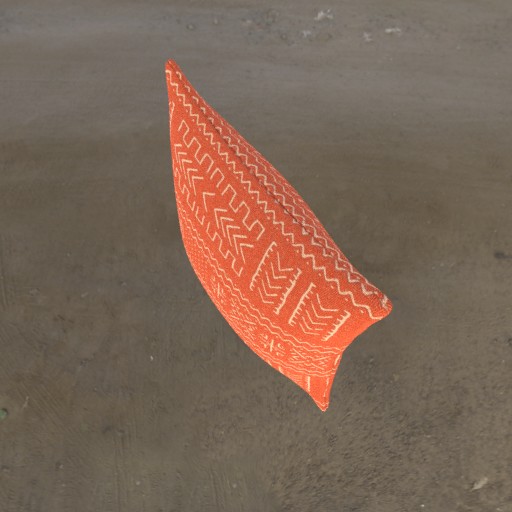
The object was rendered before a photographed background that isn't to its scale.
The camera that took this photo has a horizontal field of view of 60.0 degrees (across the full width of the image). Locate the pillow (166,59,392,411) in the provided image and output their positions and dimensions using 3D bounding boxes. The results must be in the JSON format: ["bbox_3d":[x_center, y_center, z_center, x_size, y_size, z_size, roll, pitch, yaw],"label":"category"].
[{"bbox_3d":[0.000,0.000,0.672,0.164,0.429,0.438,-30,64,-16],"label":"pillow"}]
